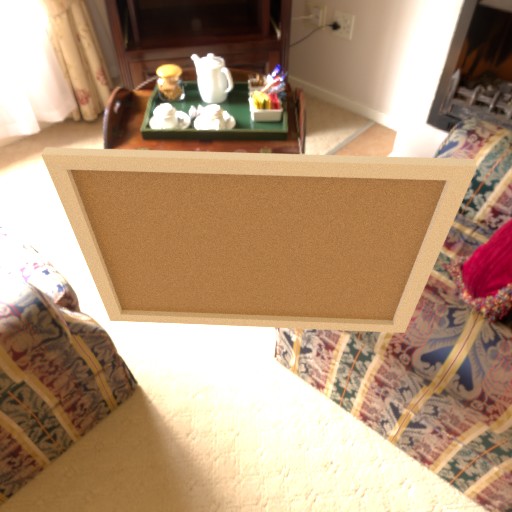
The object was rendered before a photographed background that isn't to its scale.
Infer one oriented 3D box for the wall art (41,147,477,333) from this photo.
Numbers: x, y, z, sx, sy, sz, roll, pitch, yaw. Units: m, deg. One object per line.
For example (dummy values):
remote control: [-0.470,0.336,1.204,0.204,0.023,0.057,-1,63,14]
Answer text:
wall art: [0.000,0.000,1.451,1.144,0.767,0.038,2,47,2]
